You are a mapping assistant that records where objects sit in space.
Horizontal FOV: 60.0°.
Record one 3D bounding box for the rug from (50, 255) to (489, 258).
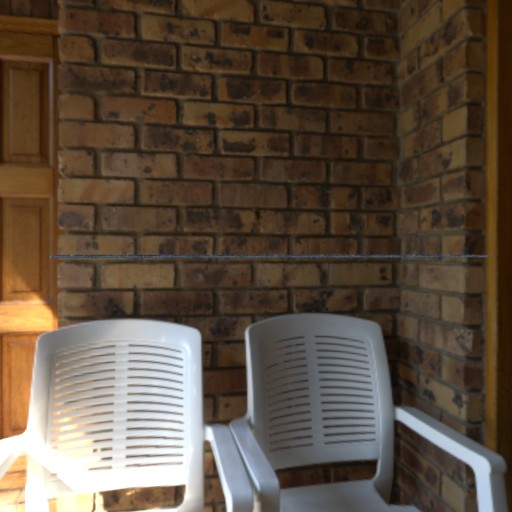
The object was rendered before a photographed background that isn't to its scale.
[{"bbox_3d":[0.000,0.000,2.870,2.207,0.014,1.567,0,0,-16],"label":"rug"}]
